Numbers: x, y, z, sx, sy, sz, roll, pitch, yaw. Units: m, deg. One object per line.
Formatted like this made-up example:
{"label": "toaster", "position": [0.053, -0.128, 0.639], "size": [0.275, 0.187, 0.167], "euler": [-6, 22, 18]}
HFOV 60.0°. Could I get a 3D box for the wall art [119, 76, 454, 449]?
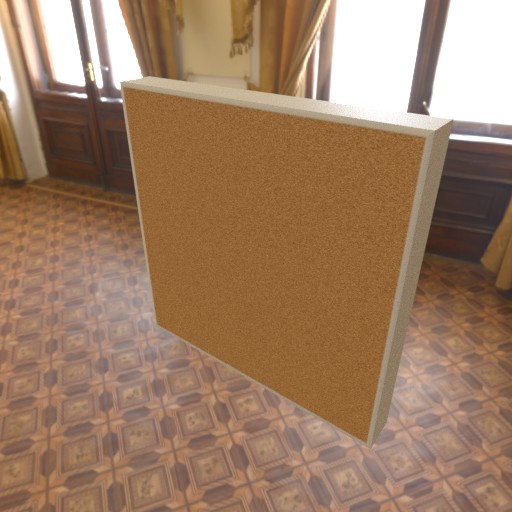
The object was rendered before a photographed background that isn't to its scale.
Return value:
{"label": "wall art", "position": [0.000, 0.000, 0.442], "size": [0.305, 0.304, 0.038], "euler": [21, 36, 31]}
